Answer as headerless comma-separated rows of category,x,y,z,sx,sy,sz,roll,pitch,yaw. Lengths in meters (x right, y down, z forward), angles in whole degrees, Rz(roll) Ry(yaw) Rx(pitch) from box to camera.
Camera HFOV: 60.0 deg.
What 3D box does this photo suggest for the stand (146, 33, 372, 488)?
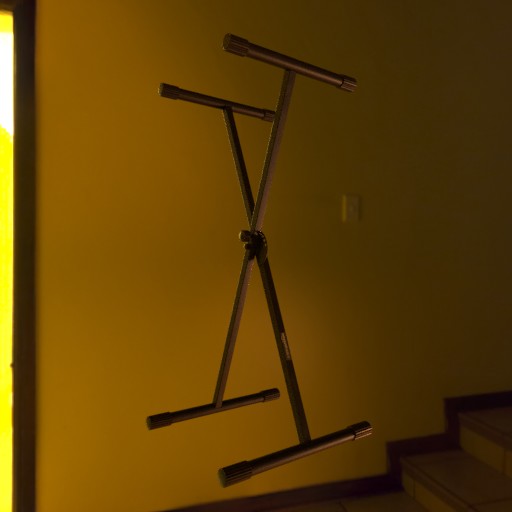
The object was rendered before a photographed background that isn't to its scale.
stand,0.000,0.000,1.183,0.449,0.940,0.409,0,0,-37
